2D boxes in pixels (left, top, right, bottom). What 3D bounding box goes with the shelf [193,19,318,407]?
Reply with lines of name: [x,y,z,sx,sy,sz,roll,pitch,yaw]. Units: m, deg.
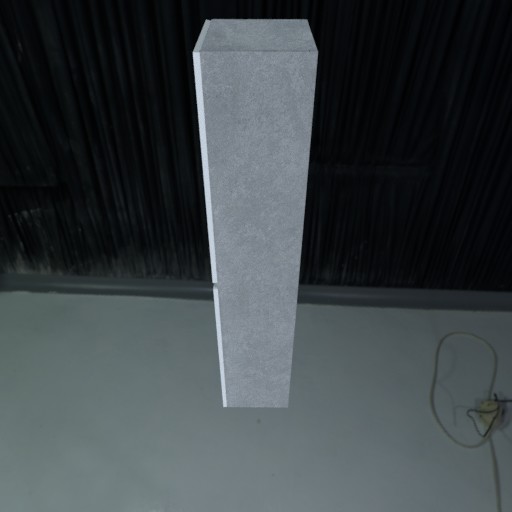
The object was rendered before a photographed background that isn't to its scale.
shelf: [0.000,0.000,1.520,0.270,1.400,0.300,0,40,0]
